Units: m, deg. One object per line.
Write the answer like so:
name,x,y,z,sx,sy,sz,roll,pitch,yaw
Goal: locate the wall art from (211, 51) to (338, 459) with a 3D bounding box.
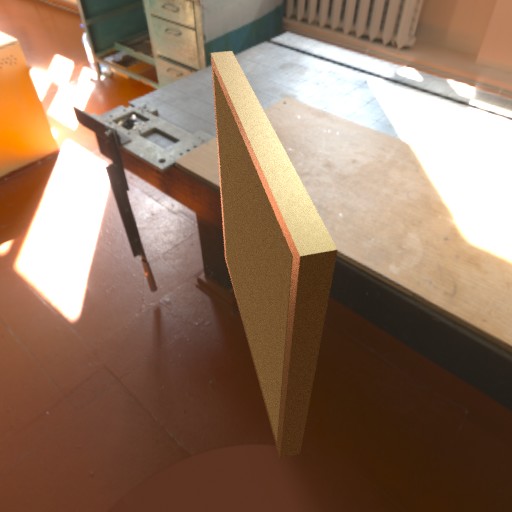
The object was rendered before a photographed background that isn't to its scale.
wall art,0.000,0.000,1.962,0.095,1.284,1.284,-10,46,-10
